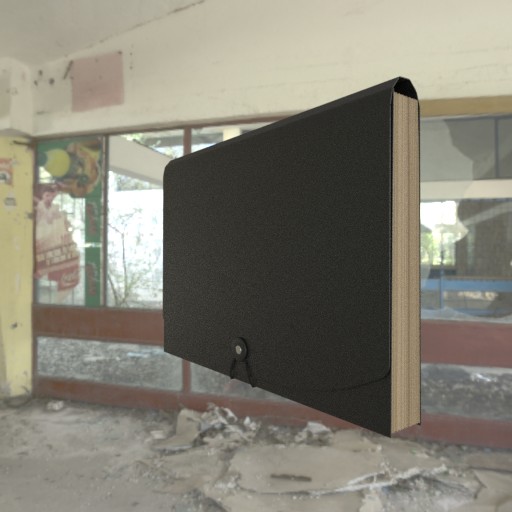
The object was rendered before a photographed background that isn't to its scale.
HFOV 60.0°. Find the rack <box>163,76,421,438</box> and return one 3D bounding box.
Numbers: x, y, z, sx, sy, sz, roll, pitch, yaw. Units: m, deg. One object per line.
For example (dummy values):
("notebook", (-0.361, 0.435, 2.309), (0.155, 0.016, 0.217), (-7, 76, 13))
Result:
("rack", (0.000, 0.000, 0.430), (0.041, 0.241, 0.330), (0, 0, -38))
